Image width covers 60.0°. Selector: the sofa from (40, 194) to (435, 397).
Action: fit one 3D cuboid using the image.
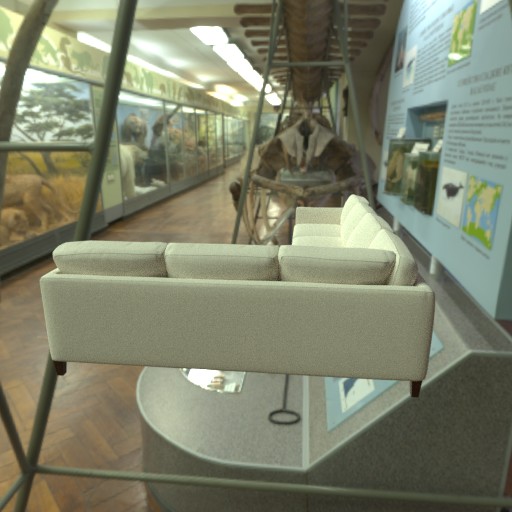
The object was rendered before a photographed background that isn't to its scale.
[{"bbox_3d":[0.000,0.000,4.425,2.593,0.947,3.302,2,15,6],"label":"sofa"}]
